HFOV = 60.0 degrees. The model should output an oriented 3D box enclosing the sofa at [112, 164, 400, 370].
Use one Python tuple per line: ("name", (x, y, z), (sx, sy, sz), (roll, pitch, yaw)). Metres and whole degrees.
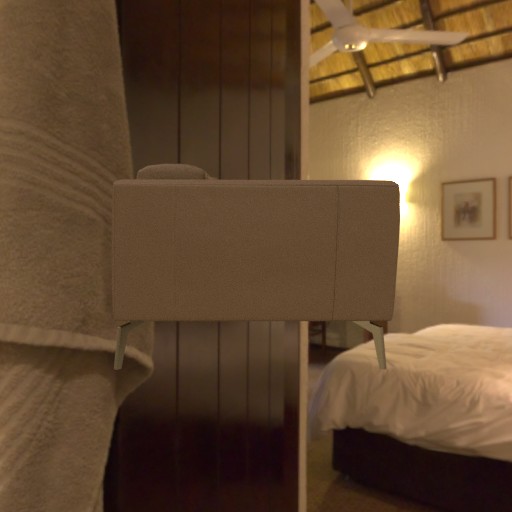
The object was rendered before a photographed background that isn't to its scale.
("sofa", (0.000, 0.000, 2.422), (1.003, 0.779, 1.895), (0, 0, 0))
